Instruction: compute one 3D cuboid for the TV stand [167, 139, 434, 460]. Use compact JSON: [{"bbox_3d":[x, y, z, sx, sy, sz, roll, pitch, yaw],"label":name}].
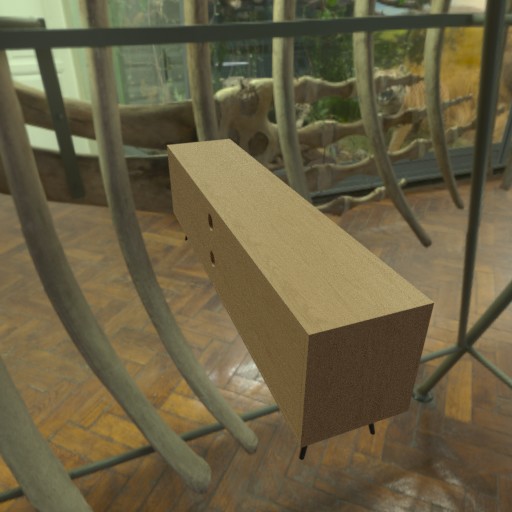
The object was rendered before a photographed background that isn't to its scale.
[{"bbox_3d":[0.000,0.000,1.980,0.400,0.580,1.760,-11,31,-18],"label":"TV stand"}]
